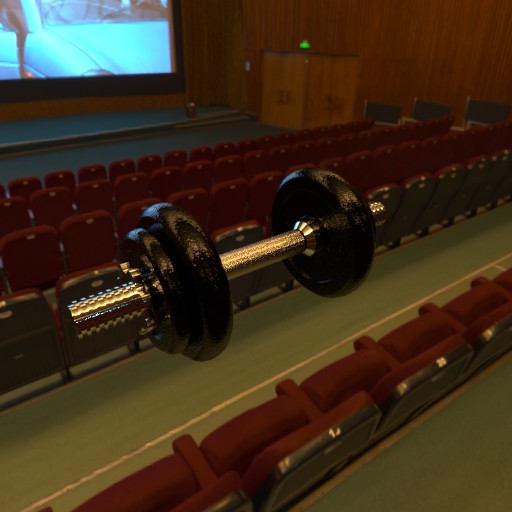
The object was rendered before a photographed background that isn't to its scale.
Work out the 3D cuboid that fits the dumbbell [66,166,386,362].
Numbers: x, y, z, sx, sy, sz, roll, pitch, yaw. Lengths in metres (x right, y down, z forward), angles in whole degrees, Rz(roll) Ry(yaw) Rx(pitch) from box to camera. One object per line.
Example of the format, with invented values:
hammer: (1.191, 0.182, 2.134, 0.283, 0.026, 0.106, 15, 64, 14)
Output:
dumbbell: (0.000, 0.000, 0.609, 0.497, 0.202, 0.202, -20, 35, -31)
